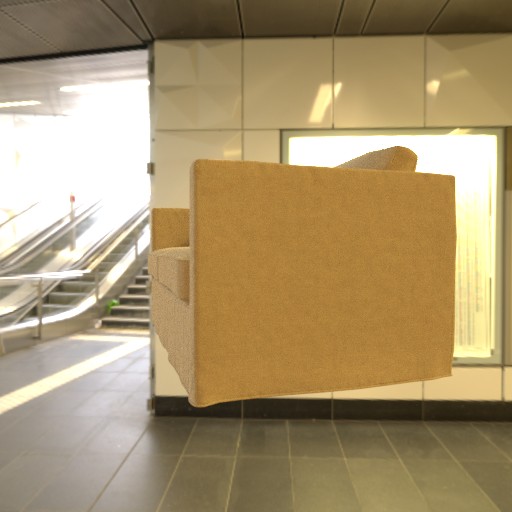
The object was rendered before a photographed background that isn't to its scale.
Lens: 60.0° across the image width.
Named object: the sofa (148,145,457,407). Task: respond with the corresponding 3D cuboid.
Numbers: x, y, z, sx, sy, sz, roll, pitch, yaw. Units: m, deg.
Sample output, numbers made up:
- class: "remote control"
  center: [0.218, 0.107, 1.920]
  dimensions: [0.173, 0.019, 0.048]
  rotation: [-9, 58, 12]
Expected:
- class: "sofa"
  center: [0.000, 0.000, 2.203]
  dimensions: [0.962, 0.835, 1.719]
  rotation: [0, 1, -17]
